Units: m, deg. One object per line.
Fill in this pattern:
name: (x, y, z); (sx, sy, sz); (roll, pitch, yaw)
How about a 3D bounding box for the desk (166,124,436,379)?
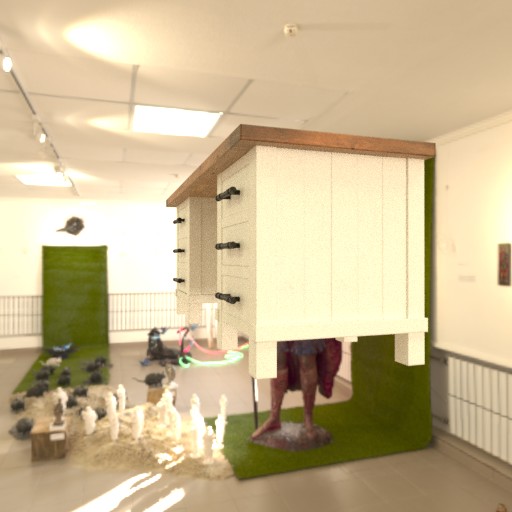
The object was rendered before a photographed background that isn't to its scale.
desk: (0.000, 0.000, 2.251); (0.688, 0.760, 1.803); (0, 0, -18)
